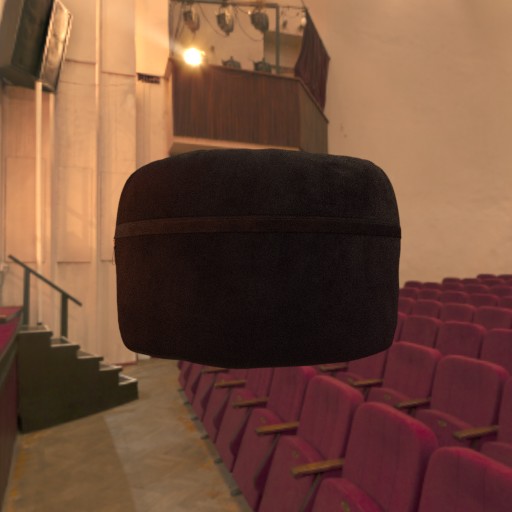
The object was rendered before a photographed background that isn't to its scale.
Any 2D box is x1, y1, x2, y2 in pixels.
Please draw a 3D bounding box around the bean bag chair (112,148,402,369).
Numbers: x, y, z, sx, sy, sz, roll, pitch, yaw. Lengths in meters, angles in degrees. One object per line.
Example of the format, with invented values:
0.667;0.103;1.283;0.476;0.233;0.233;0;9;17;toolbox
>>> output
0.000;0.000;1.963;1.219;0.762;1.219;0;-1;0;bean bag chair
